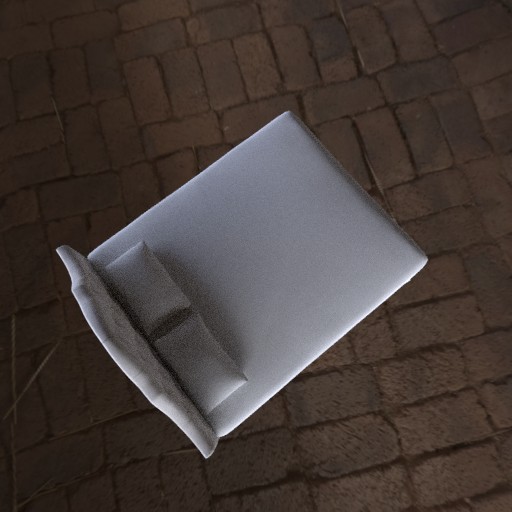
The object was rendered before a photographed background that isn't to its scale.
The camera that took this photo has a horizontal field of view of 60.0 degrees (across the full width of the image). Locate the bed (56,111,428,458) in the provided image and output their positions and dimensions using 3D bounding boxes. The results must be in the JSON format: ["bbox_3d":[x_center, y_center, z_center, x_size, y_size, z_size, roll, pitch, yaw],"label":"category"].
[{"bbox_3d":[0.000,0.000,3.743,2.477,1.617,2.039,-38,78,-9],"label":"bed"}]
